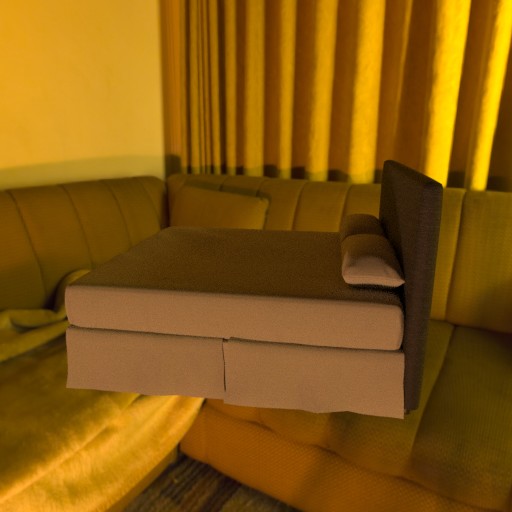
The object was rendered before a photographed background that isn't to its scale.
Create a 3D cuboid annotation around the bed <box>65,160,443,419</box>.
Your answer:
[{"bbox_3d":[0.000,0.000,3.287,2.142,1.330,1.884,3,16,9],"label":"bed"}]
